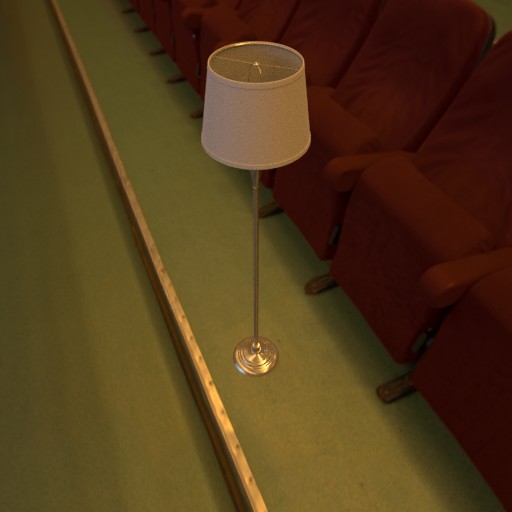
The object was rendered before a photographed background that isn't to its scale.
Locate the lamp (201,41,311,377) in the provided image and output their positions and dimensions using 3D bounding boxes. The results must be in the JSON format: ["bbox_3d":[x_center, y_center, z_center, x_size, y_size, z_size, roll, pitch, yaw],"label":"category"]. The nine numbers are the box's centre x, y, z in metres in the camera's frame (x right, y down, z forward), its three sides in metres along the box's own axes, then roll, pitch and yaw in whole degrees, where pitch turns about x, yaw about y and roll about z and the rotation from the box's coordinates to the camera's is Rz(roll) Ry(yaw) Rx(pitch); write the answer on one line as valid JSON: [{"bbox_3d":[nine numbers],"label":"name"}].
[{"bbox_3d":[0.000,0.000,1.715,0.327,1.506,0.327,-19,50,-17],"label":"lamp"}]
